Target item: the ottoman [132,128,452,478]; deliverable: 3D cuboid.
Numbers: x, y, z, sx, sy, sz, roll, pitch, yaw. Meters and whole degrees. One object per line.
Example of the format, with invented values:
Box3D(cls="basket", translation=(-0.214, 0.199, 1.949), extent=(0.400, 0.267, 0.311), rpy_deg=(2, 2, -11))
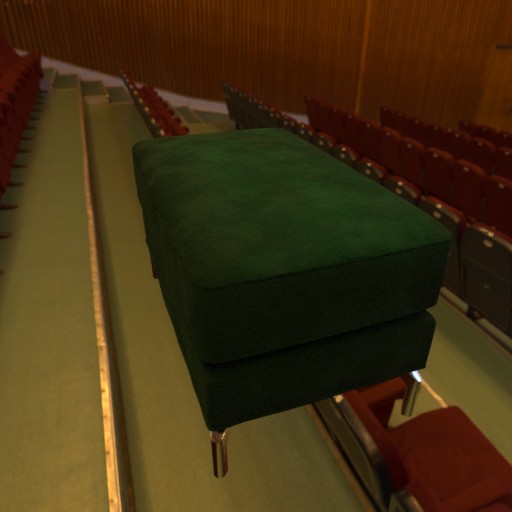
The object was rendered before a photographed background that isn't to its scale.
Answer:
Box3D(cls="ottoman", translation=(0.000, 0.000, 1.238), extent=(0.536, 0.533, 0.886), rpy_deg=(-11, 32, -17))
